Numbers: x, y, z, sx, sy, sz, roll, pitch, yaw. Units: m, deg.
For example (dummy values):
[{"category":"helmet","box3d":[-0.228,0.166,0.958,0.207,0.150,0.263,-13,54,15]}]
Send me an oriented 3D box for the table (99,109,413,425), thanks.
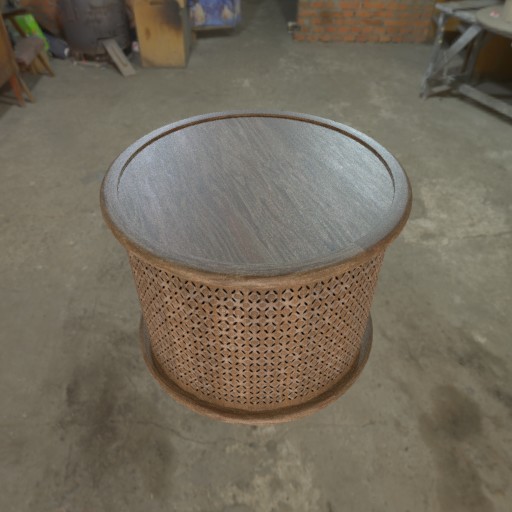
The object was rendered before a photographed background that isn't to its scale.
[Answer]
[{"category":"table","box3d":[0.000,0.000,1.031,0.607,0.450,0.607,0,42,0]}]
